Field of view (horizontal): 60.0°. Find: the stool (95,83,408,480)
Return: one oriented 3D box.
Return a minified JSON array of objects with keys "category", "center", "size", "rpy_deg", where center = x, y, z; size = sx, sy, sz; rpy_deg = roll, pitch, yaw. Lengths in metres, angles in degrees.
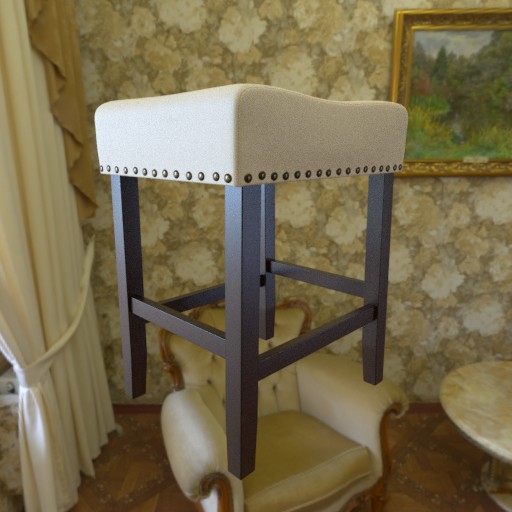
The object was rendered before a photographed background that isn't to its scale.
[{"category":"stool","center":[0.000,0.000,0.920],"size":[0.401,0.609,0.471],"rpy_deg":[14,19,43]}]
